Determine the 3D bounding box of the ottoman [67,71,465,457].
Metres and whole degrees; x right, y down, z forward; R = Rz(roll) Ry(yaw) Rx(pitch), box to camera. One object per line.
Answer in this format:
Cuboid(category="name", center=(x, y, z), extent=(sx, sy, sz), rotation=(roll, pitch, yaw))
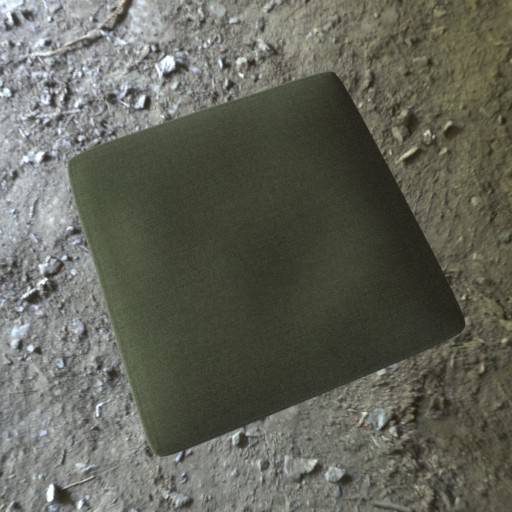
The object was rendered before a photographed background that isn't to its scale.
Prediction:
Cuboid(category="ottoman", center=(0.000, 0.000, 1.309), extent=(0.840, 0.436, 0.843), rotation=(-21, 75, -6))
